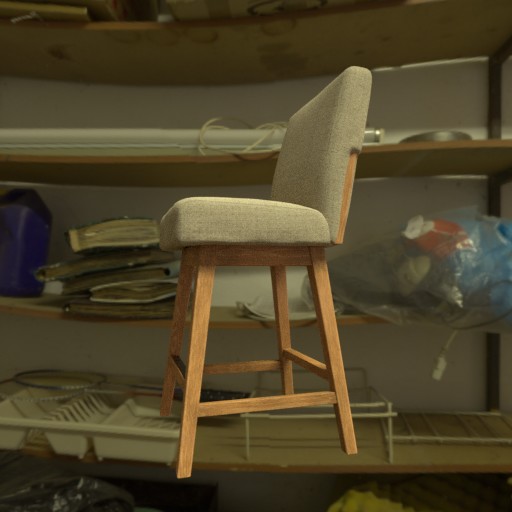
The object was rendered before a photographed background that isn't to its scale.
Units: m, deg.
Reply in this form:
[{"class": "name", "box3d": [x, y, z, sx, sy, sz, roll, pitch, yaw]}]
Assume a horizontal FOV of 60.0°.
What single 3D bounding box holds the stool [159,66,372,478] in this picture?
[{"class": "stool", "box3d": [0.000, 0.000, 1.294, 0.526, 1.010, 0.459, 0, -1, -17]}]
